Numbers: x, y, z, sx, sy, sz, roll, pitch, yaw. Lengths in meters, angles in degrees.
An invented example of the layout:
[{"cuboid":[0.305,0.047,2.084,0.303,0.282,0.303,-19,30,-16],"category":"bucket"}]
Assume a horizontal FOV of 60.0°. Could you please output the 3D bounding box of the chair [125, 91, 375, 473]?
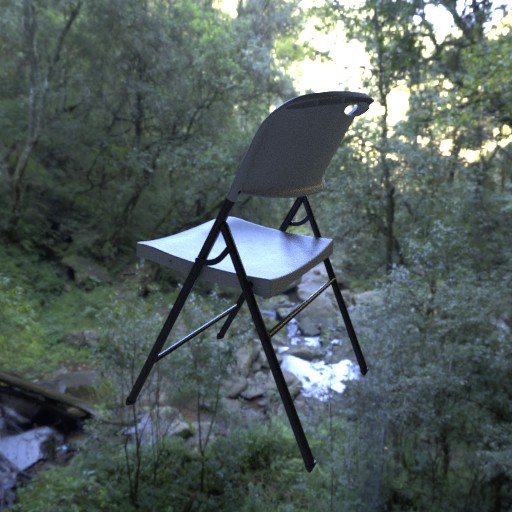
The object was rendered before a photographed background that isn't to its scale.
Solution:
[{"cuboid":[0.000,0.000,1.201,0.566,0.810,0.494,8,17,27],"category":"chair"}]
